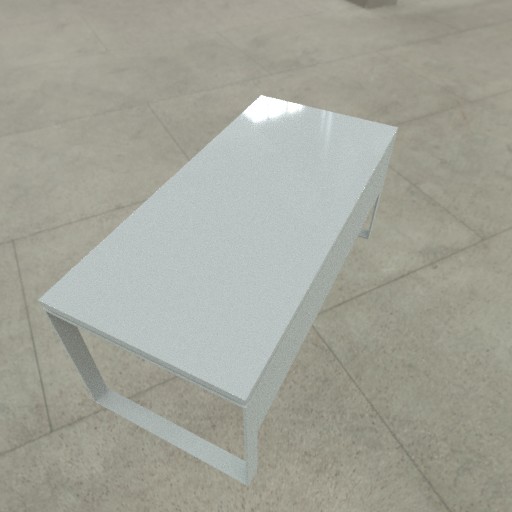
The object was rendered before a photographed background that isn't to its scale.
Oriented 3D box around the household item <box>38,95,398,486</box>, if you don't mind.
[{"bbox_3d":[0.000,0.000,2.177,0.800,0.745,1.700,20,49,19],"label":"household item"}]
